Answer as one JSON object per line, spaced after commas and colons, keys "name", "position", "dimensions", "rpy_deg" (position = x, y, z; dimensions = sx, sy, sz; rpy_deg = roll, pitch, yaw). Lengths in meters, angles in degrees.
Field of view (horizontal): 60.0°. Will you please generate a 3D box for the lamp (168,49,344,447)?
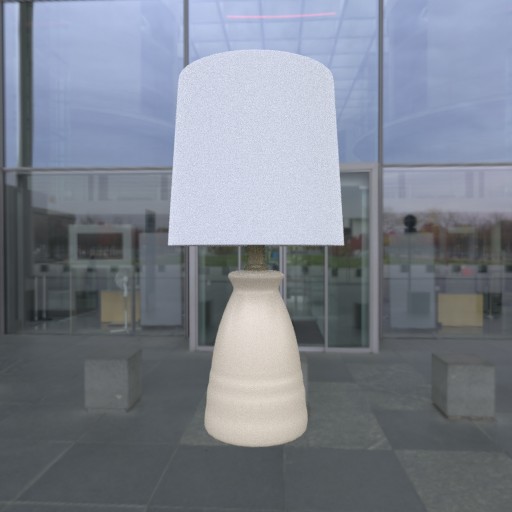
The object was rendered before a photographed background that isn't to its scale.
{"name": "lamp", "position": [0.000, 0.000, 0.478], "dimensions": [0.186, 0.369, 0.186], "rpy_deg": [0, 1, 0]}
